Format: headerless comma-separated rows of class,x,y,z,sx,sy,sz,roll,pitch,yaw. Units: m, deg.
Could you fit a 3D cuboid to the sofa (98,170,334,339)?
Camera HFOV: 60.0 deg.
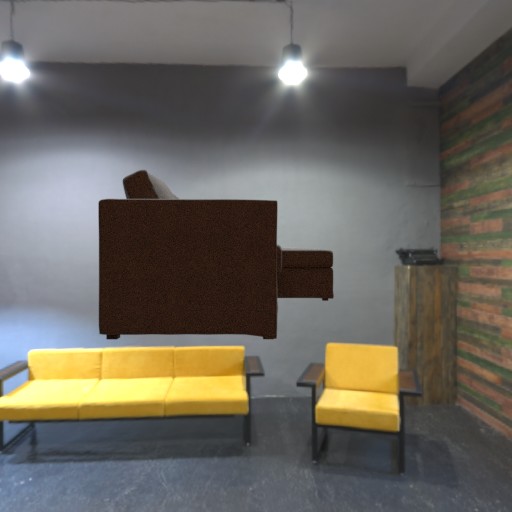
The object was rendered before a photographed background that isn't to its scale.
sofa,0.000,0.000,3.861,1.650,0.922,3.205,0,0,0
